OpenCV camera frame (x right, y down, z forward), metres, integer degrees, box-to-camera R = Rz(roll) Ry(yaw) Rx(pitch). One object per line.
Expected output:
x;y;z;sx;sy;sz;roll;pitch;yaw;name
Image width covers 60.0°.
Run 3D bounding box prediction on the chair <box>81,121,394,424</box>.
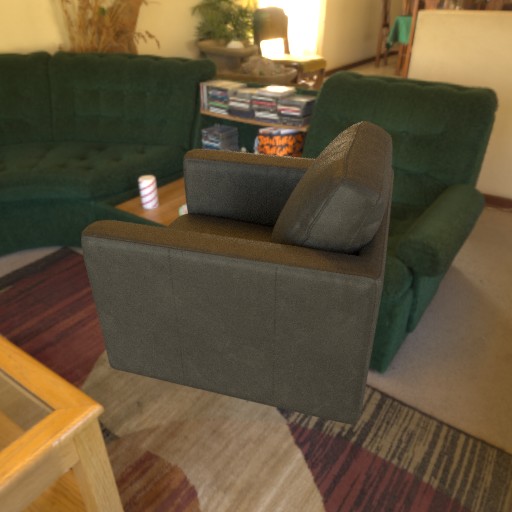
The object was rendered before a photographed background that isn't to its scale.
0.000;0.000;1.602;0.879;0.898;0.831;9;33;14;chair
